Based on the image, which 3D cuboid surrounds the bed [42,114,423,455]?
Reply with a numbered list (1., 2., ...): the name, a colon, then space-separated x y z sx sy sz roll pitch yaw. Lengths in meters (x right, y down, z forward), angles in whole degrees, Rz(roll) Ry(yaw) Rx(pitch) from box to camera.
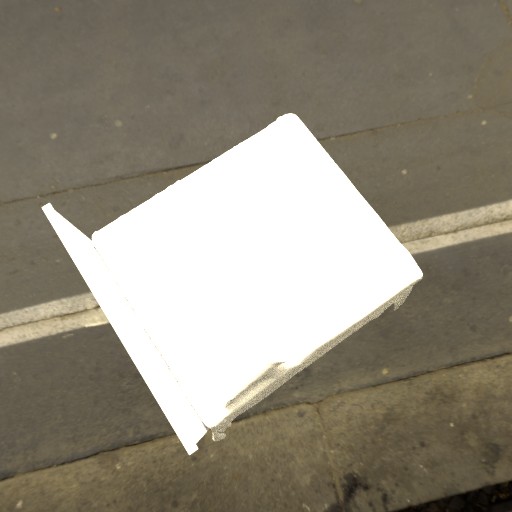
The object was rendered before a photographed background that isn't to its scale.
1. bed: 0.000 0.000 3.214 2.047 1.269 1.876 -33 77 -9
